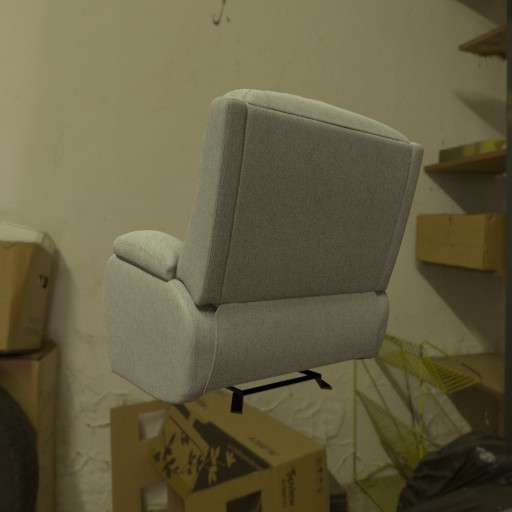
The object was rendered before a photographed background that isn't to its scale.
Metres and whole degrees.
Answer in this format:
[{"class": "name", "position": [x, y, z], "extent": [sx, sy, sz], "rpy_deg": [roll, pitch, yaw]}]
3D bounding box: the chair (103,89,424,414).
[{"class": "chair", "position": [0.000, 0.000, 1.705], "extent": [0.930, 1.011, 0.899], "rpy_deg": [0, 1, -37]}]
